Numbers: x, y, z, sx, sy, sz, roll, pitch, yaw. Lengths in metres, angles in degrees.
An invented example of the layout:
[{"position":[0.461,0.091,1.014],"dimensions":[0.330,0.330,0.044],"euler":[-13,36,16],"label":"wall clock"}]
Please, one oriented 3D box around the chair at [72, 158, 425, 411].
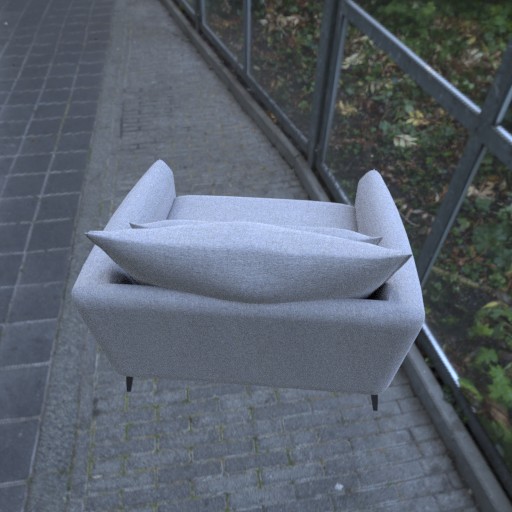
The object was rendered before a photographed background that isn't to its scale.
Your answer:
[{"position":[0.000,0.000,1.579],"dimensions":[1.029,0.856,0.801],"euler":[3,47,3],"label":"chair"}]
